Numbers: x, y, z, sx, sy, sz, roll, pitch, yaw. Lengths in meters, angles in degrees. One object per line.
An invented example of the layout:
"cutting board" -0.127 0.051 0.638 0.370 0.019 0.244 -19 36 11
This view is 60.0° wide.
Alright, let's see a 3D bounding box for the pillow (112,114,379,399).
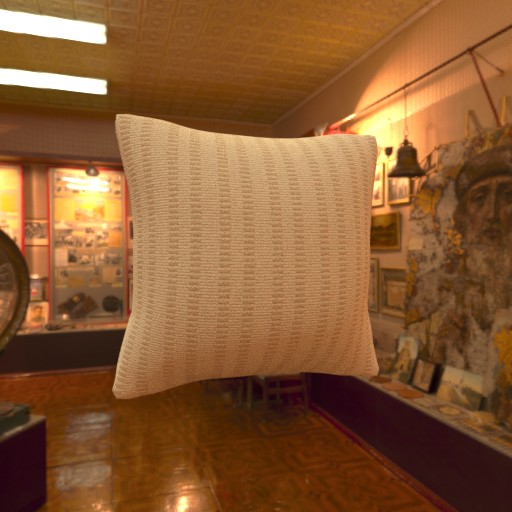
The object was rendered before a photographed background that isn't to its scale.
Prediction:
"pillow" 0.000 0.000 0.709 0.438 0.419 0.247 0 1 -16
